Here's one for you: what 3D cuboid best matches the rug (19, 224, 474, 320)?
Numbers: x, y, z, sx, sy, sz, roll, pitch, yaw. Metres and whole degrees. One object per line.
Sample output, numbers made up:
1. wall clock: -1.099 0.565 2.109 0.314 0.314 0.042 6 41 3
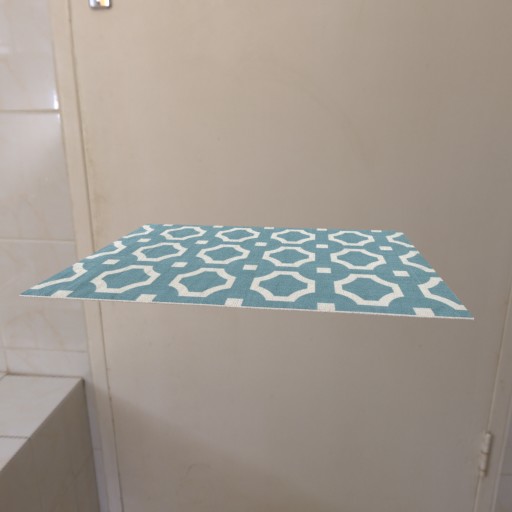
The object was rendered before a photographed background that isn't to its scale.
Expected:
1. rug: 0.000 0.000 4.100 3.049 0.021 2.466 2 16 7
